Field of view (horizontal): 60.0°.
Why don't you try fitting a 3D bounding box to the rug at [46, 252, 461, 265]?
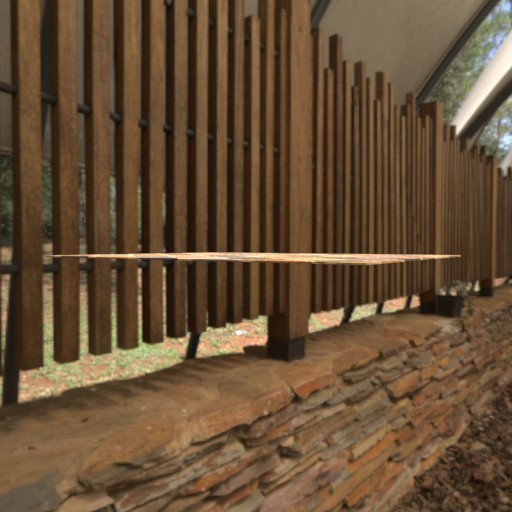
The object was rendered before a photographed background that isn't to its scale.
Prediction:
[{"bbox_3d":[0.000,0.000,4.266,3.200,0.013,2.439,1,2,36],"label":"rug"}]
